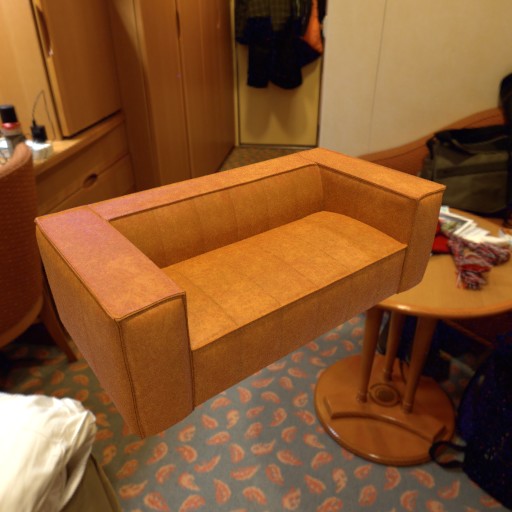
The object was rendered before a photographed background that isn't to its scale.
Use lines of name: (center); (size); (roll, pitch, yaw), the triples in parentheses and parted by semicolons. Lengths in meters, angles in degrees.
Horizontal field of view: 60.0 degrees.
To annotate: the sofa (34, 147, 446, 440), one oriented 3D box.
sofa: (0.000, 0.000, 2.578); (2.088, 0.703, 1.102); (-21, 36, -32)
